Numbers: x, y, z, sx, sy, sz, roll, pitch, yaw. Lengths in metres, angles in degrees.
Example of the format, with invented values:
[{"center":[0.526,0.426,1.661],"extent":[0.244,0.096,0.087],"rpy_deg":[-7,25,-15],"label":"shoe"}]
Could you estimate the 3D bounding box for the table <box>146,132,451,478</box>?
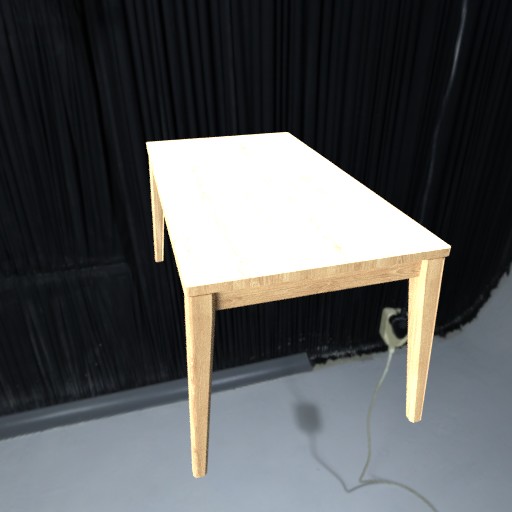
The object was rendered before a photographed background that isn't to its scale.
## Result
[{"center":[0.000,0.000,2.120],"extent":[0.900,0.760,1.600],"rpy_deg":[-8,30,-14],"label":"table"}]
